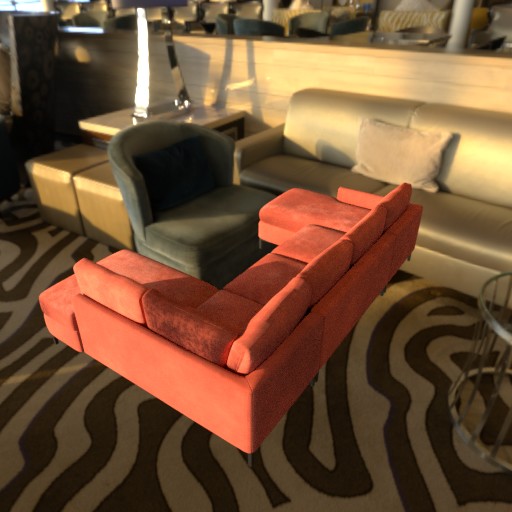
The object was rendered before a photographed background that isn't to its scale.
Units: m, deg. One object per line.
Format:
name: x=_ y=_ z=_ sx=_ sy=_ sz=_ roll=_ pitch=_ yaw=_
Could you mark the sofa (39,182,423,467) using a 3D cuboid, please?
sofa: x=0.000 y=0.000 z=3.888 sx=1.981 sy=0.858 sz=2.971 roll=20 pitch=36 yaw=29
